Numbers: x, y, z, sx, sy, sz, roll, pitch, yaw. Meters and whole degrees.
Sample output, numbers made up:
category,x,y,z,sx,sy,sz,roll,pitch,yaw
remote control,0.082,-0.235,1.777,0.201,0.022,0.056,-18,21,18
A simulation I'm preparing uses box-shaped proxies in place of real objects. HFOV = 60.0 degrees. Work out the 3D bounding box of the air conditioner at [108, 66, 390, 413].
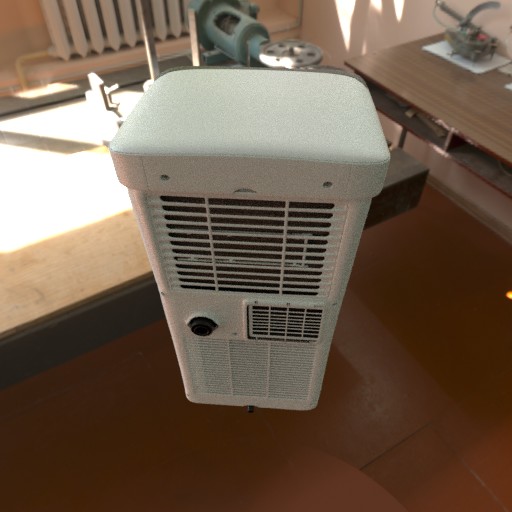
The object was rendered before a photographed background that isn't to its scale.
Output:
category,x,y,z,sx,sy,sz,roll,pitch,yaw
air conditioner,0.000,0.000,0.900,0.352,0.716,0.369,3,46,3
